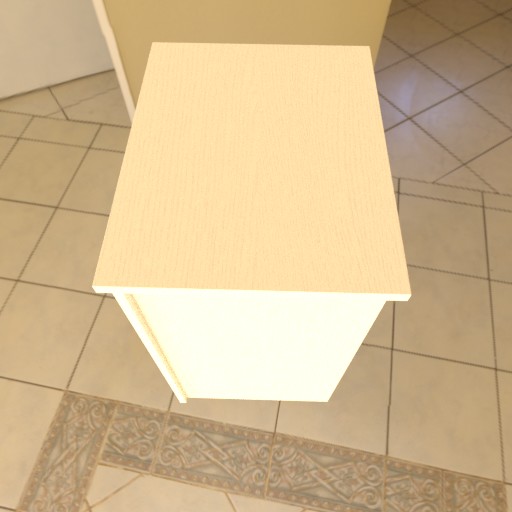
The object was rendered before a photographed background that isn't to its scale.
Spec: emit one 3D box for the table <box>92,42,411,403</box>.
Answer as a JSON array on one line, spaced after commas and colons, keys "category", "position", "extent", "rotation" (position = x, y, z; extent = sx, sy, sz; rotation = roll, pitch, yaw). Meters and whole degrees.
[{"category": "table", "position": [0.000, 0.000, 0.920], "extent": [0.381, 0.635, 0.480], "rotation": [1, 59, 1]}]
